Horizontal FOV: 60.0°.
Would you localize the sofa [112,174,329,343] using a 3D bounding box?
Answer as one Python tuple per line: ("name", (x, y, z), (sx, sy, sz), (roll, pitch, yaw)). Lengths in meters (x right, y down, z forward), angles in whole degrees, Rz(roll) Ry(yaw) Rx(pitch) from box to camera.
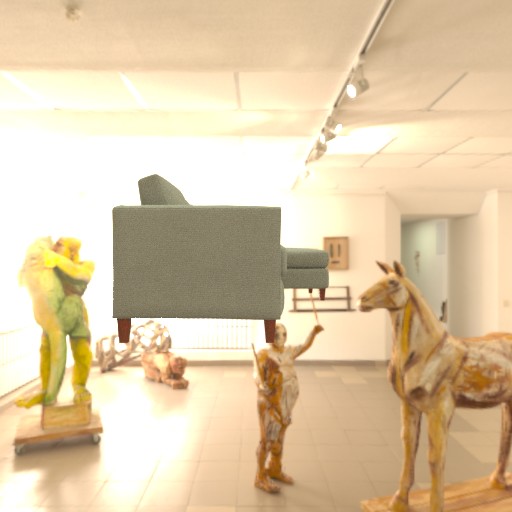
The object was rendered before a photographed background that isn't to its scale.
("sofa", (0.000, 0.000, 4.079), (1.604, 0.950, 3.471), (0, 0, 0))
